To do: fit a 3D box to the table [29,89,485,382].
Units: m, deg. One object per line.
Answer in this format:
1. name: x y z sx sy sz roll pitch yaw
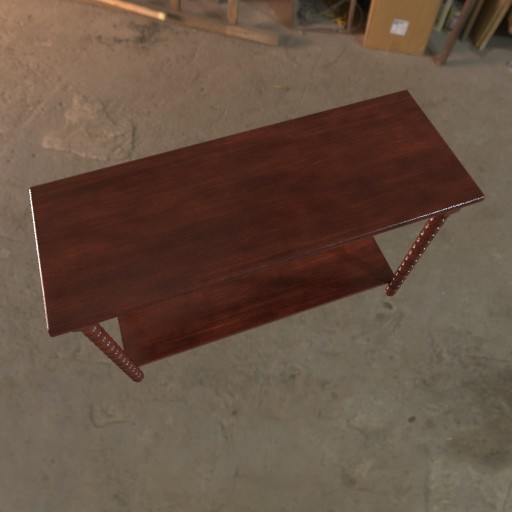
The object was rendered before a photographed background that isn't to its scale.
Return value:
1. table: 0.000 0.000 1.544 1.184 0.740 0.459 -17 63 -9
